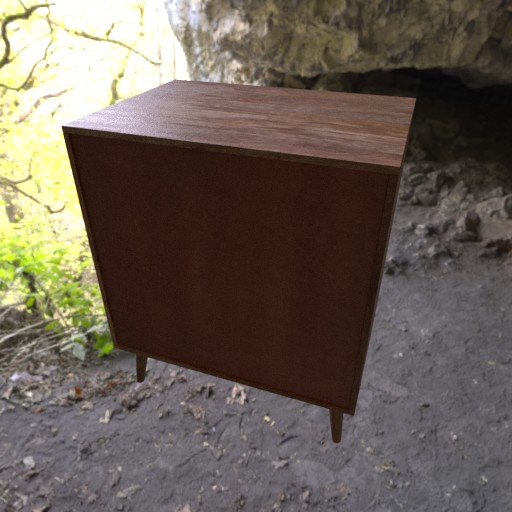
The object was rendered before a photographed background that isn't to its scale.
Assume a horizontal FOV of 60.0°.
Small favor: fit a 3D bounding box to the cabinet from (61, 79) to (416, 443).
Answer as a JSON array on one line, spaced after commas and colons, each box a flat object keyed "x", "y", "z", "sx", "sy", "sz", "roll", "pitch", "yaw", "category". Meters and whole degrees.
[{"x": 0.000, "y": 0.000, "z": 1.172, "sx": 0.647, "sy": 0.758, "sz": 0.473, "roll": 11, "pitch": 34, "yaw": 17, "category": "cabinet"}]
